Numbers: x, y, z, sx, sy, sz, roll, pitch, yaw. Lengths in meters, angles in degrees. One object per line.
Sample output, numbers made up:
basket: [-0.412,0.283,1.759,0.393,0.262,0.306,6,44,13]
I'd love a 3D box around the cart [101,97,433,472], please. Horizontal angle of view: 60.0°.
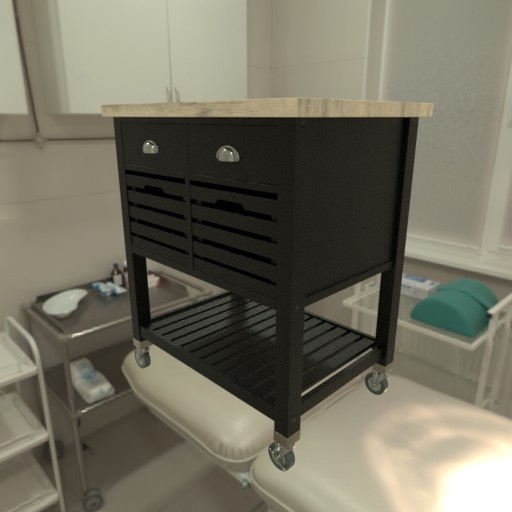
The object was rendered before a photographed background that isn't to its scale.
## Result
cart: [0.000,0.000,1.421,0.567,0.920,0.797,-17,24,-42]
